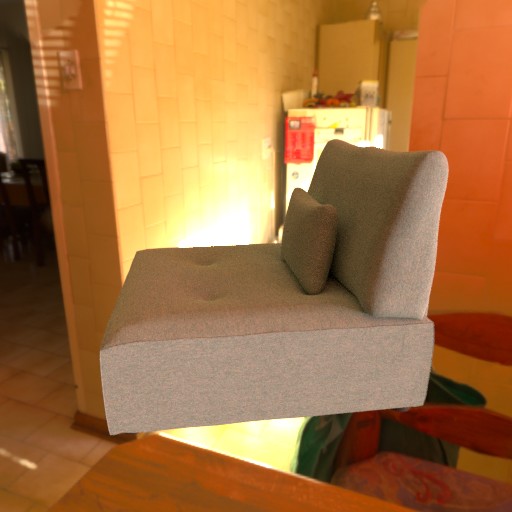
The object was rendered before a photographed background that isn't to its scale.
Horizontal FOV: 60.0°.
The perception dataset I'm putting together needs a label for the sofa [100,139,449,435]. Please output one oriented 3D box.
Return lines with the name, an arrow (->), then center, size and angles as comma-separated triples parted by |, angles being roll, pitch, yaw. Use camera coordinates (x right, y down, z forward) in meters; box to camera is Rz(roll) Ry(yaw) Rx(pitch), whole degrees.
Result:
sofa -> 0.000, 0.000, 1.674 | 1.000, 0.820, 0.930 | -2, 17, -8
